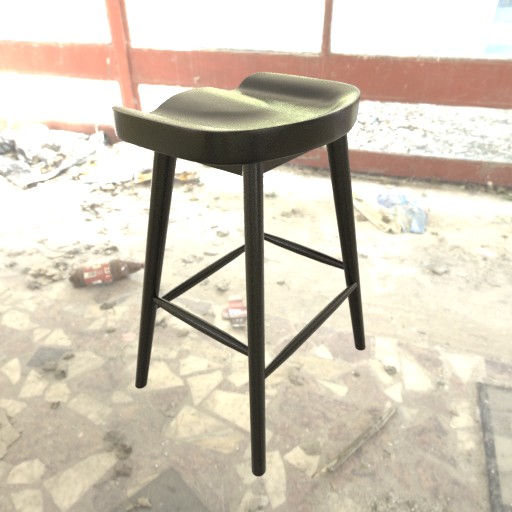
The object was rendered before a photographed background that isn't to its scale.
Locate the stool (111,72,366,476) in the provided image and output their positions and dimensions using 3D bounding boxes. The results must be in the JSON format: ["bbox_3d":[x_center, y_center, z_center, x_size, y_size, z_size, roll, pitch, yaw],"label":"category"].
[{"bbox_3d":[0.000,0.000,0.889,0.361,0.615,0.440,22,38,31],"label":"stool"}]
